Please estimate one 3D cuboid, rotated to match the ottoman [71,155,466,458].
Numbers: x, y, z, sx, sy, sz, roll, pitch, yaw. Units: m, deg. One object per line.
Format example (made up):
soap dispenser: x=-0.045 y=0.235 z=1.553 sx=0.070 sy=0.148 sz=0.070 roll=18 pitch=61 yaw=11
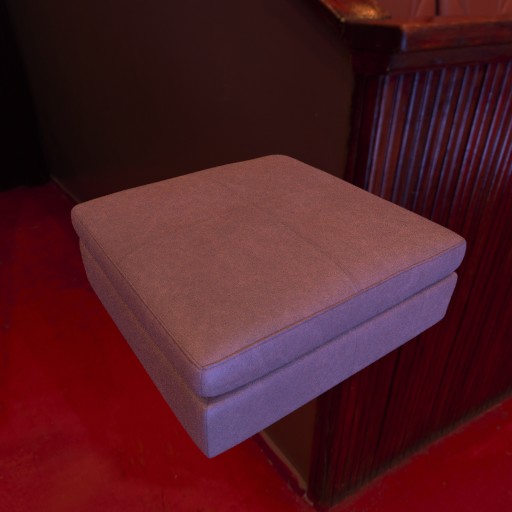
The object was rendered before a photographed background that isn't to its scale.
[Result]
ottoman: x=0.000 y=0.000 z=1.831 sx=1.168 sy=0.490 sz=1.168 roll=-20 pitch=38 yaw=-29
